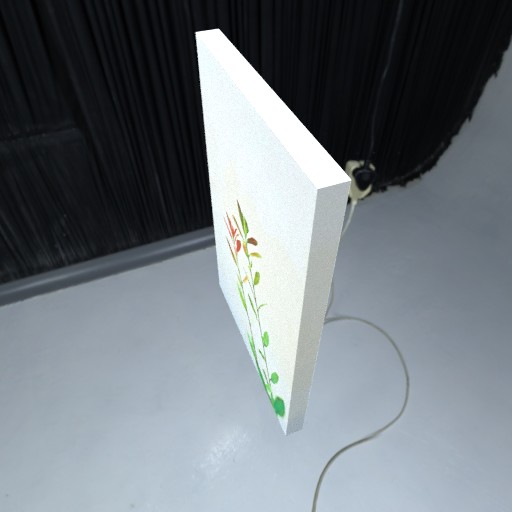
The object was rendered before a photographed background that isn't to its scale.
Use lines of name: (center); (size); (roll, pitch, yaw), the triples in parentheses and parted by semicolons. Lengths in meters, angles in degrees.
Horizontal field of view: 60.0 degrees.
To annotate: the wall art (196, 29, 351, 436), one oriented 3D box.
wall art: (0.000, 0.000, 0.777); (0.038, 0.611, 0.408); (-16, 49, -14)
